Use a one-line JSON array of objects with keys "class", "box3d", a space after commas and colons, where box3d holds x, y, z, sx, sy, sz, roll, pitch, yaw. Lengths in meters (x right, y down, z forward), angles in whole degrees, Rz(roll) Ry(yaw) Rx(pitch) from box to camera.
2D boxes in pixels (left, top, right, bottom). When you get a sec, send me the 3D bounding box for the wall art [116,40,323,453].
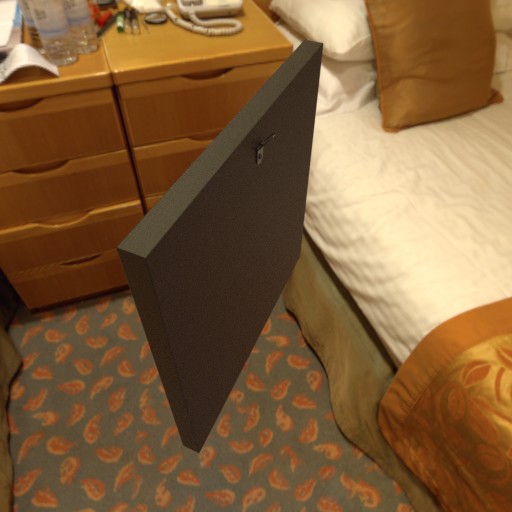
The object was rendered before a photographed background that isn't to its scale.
[{"class": "wall art", "box3d": [0.000, 0.000, 0.510, 0.038, 0.349, 0.349, 18, 50, 16]}]
